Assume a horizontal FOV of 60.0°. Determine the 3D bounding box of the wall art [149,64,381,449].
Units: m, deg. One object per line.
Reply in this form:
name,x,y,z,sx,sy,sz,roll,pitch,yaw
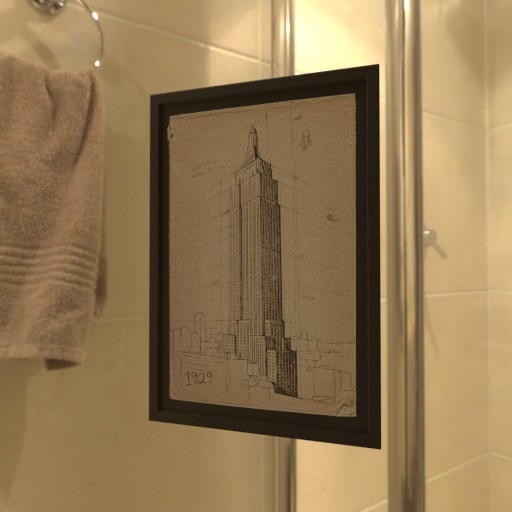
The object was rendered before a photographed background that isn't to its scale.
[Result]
wall art,0.000,0.000,0.834,0.451,0.661,0.012,0,-1,18
